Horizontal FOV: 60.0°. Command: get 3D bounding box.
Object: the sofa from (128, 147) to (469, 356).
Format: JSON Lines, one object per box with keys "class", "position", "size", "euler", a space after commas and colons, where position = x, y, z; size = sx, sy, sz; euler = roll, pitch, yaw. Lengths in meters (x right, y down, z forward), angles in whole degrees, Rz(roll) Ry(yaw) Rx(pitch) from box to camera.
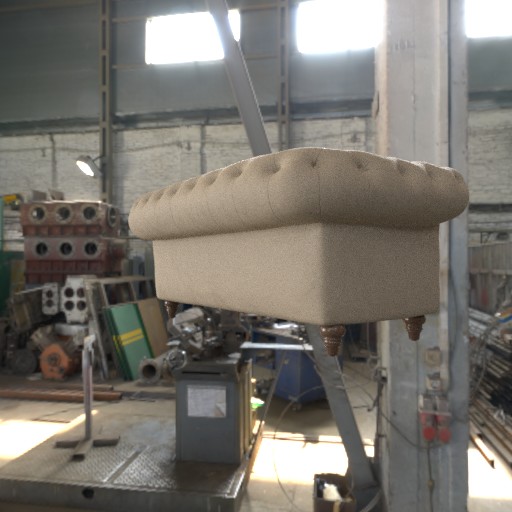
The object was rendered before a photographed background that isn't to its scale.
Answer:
{"class": "sofa", "position": [0.000, 0.000, 2.529], "size": [1.069, 0.835, 1.988], "euler": [1, -1, -36]}
